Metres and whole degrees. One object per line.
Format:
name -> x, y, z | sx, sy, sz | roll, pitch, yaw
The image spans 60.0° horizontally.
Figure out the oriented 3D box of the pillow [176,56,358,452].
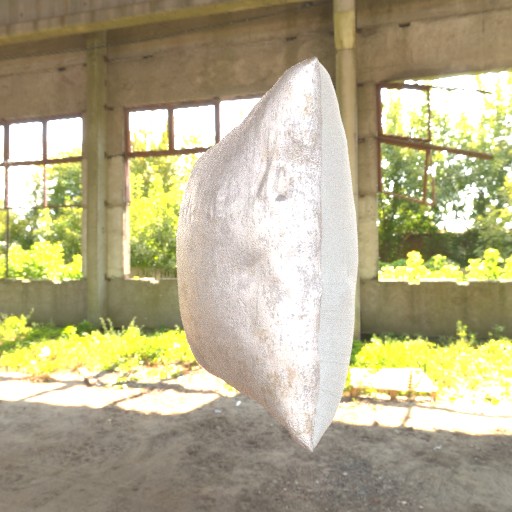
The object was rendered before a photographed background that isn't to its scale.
pillow -> 0.000, 0.000, 0.706 | 0.245, 0.448, 0.450 | 1, -2, -19
